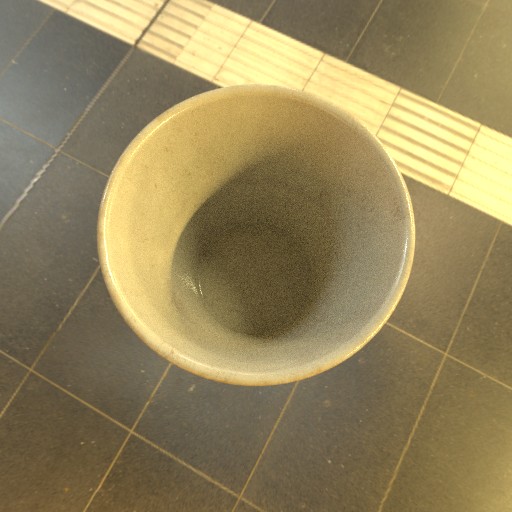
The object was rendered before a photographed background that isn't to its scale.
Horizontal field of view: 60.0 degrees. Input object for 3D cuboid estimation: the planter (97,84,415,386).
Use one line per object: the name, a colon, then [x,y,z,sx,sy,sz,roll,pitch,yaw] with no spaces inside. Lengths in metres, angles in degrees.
planter: [0.000,0.000,0.348,0.193,0.165,0.193,0,75,0]
